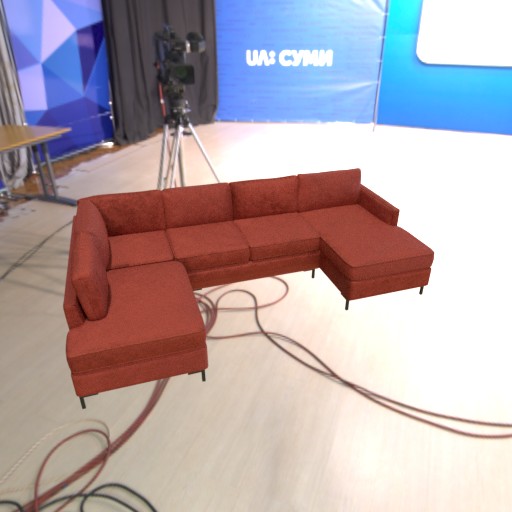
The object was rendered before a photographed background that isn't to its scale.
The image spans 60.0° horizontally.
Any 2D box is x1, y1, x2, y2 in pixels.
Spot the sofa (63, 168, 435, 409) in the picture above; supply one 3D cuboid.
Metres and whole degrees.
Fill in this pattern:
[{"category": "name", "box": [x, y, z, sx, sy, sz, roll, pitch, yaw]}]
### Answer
[{"category": "sofa", "box": [0.000, 0.000, 4.368, 3.434, 0.992, 2.055, -9, 30, -15]}]
